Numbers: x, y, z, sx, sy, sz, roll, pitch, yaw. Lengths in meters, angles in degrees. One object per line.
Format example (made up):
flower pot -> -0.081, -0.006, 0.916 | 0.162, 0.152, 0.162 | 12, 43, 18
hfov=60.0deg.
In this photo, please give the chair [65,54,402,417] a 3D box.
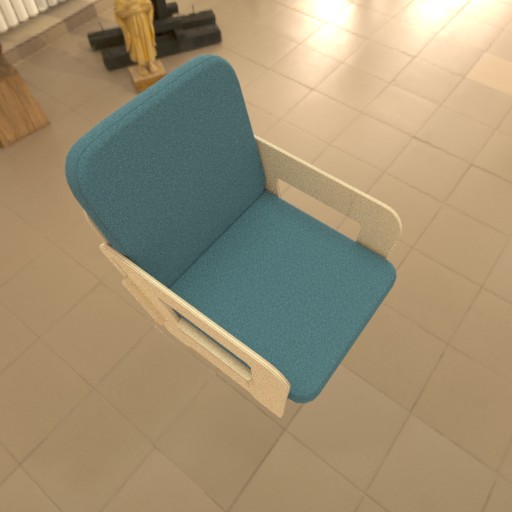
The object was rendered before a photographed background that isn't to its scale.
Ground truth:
chair -> 0.000, 0.000, 1.176 | 0.657, 0.747, 0.547 | 33, 63, 19
